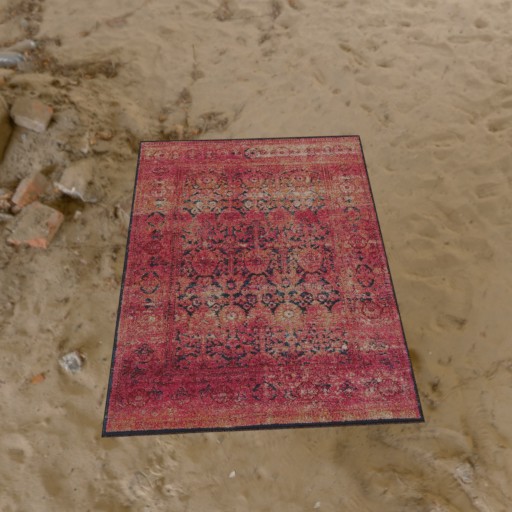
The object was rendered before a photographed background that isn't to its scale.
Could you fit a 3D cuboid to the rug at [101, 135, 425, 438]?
[{"bbox_3d":[0.000,0.000,4.075,2.411,0.020,3.032,-2,59,-1],"label":"rug"}]
